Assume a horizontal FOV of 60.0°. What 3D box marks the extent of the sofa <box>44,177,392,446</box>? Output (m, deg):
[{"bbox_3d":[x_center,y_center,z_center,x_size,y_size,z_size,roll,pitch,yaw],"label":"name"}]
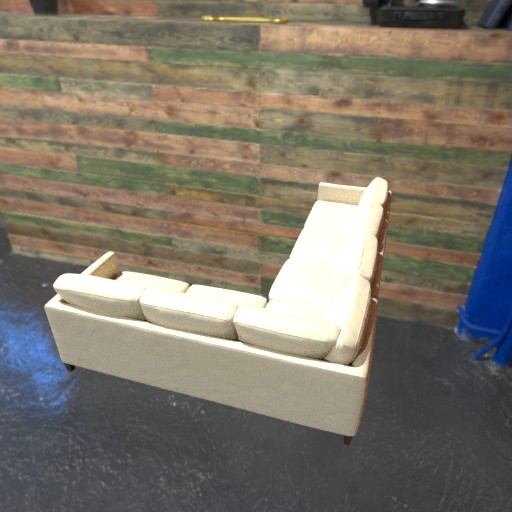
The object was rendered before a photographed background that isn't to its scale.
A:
[{"bbox_3d":[0.000,0.000,4.663,2.593,0.947,3.302,9,33,15],"label":"sofa"}]
